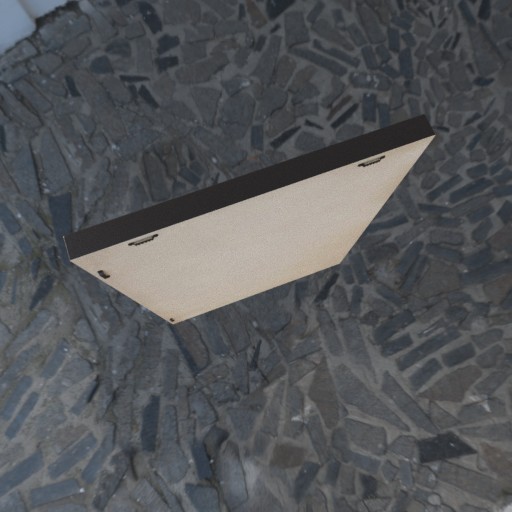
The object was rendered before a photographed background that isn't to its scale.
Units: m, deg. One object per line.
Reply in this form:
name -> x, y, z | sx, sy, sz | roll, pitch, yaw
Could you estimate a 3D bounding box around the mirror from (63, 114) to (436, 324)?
mirror -> 0.000, 0.000, 0.922 | 0.507, 0.710, 0.040 | -20, 76, -5
